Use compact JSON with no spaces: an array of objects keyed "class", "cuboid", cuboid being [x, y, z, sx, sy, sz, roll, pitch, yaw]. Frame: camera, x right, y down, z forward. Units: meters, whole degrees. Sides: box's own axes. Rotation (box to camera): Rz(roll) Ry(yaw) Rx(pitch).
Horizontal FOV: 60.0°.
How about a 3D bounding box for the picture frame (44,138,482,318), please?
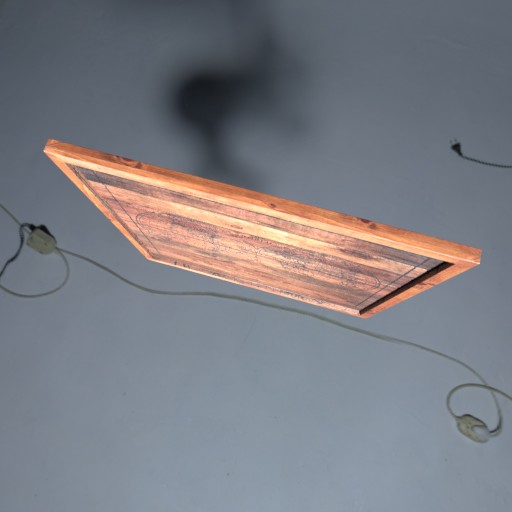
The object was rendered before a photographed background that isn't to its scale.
[{"class":"picture frame","cuboid":[0.000,0.000,1.190,0.810,0.817,0.029,15,76,4]}]
